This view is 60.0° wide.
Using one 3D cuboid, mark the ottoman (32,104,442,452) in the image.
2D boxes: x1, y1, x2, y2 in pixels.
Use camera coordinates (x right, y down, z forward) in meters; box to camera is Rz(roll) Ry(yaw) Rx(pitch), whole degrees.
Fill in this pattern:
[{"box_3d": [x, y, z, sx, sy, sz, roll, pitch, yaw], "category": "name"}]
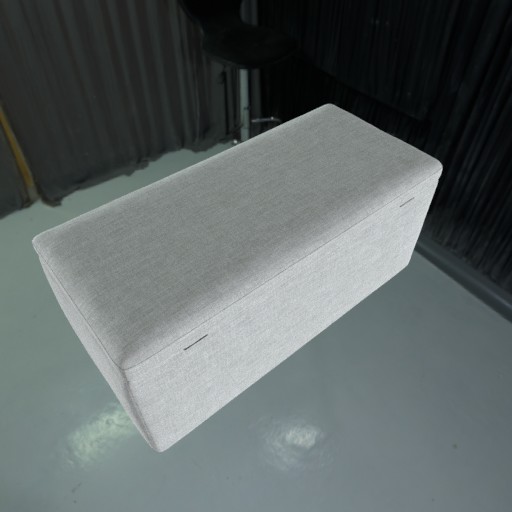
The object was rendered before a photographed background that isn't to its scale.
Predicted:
[{"box_3d": [0.000, 0.000, 1.132, 0.902, 0.432, 0.419, -31, 54, -26], "category": "ottoman"}]
